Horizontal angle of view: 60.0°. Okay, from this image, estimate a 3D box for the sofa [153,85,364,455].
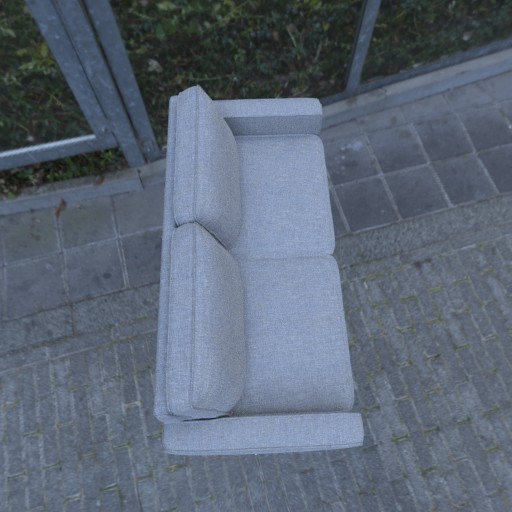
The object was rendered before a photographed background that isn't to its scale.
[{"bbox_3d":[0.000,0.000,2.552,0.945,0.918,2.078,-2,66,-1],"label":"sofa"}]
